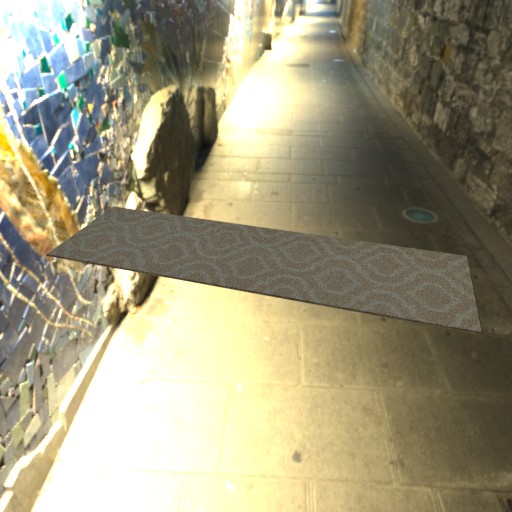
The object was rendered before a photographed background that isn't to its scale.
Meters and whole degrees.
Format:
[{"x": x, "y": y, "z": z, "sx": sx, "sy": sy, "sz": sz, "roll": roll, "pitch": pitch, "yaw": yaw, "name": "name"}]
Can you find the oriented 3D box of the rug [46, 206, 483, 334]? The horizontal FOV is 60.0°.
[{"x": 0.000, "y": 0.000, "z": 2.511, "sx": 2.289, "sy": 0.013, "sz": 0.691, "roll": 9, "pitch": 32, "yaw": 15, "name": "rug"}]
